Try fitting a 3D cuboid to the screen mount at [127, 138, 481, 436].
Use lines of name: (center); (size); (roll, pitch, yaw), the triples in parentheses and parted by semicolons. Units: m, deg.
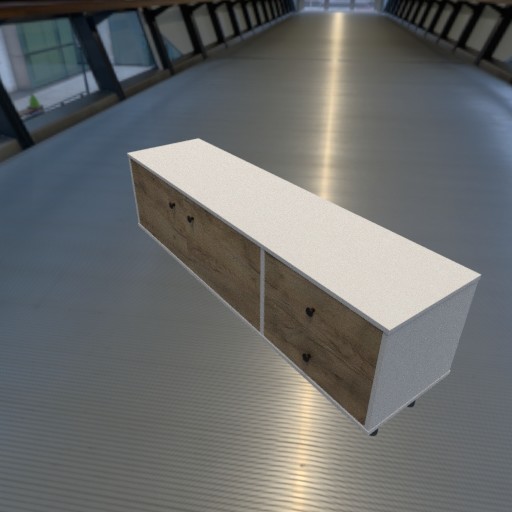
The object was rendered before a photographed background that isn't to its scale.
screen mount: (0.000, 0.000, 1.842); (0.418, 0.520, 1.600); (-21, 38, -30)
